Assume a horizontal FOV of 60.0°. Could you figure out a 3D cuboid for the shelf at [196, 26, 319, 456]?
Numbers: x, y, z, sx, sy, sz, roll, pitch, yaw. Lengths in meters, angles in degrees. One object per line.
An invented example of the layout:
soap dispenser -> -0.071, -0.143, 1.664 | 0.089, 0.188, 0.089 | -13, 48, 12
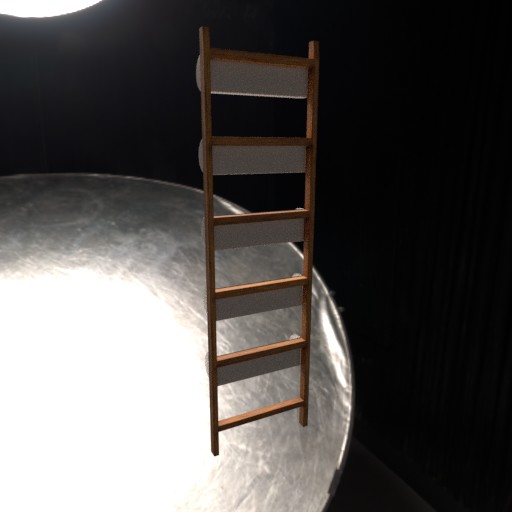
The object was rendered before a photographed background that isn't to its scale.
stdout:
shelf -> 0.000, 0.000, 1.773 | 0.454, 1.600, 0.141 | -7, 15, -26
